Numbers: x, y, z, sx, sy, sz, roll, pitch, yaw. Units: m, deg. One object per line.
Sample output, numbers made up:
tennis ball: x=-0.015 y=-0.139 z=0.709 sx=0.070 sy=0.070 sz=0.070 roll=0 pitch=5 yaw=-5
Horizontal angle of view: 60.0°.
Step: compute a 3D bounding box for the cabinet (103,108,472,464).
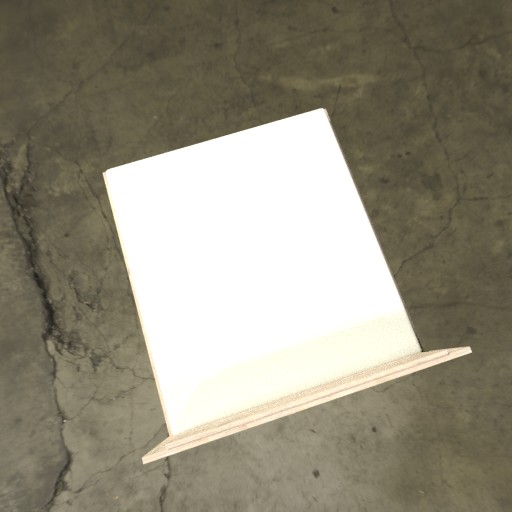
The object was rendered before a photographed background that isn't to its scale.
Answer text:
cabinet: x=0.000 y=0.000 z=3.180 sx=1.950 sy=0.970 sz=2.080 roll=-17 pitch=76 yaw=-4
